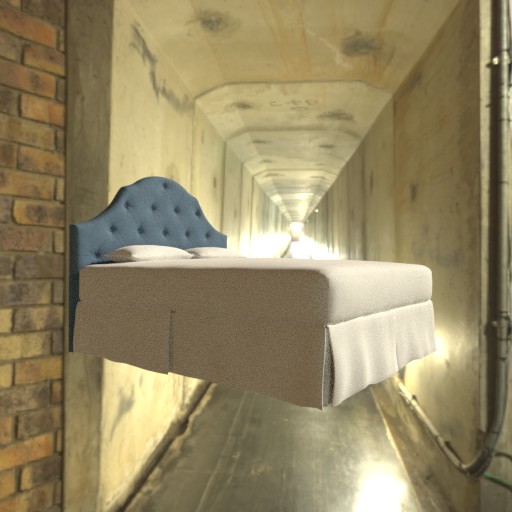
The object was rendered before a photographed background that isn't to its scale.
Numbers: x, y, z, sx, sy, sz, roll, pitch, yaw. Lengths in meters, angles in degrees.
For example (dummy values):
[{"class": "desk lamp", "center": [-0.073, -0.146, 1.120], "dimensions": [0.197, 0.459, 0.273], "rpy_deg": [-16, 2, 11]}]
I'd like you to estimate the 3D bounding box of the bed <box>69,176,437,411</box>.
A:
[{"class": "bed", "center": [0.000, 0.000, 3.763], "dimensions": [2.477, 1.617, 2.039], "rpy_deg": [0, -1, 37]}]
